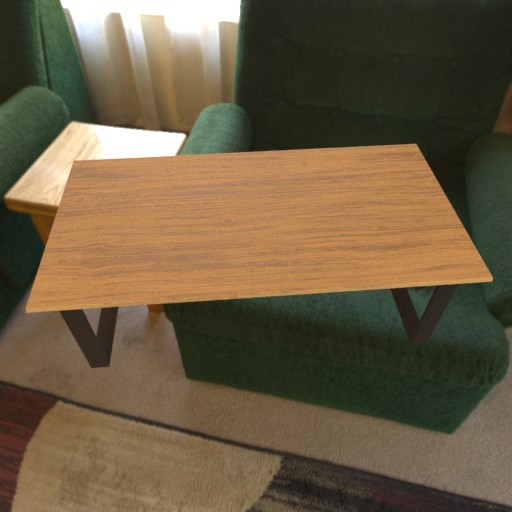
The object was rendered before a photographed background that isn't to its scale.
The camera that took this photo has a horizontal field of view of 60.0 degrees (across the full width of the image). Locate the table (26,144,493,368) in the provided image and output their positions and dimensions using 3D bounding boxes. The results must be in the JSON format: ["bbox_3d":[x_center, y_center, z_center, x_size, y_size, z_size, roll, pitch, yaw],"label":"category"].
[{"bbox_3d":[0.000,0.000,1.647,1.331,0.445,0.693,-4,48,-3],"label":"table"}]
